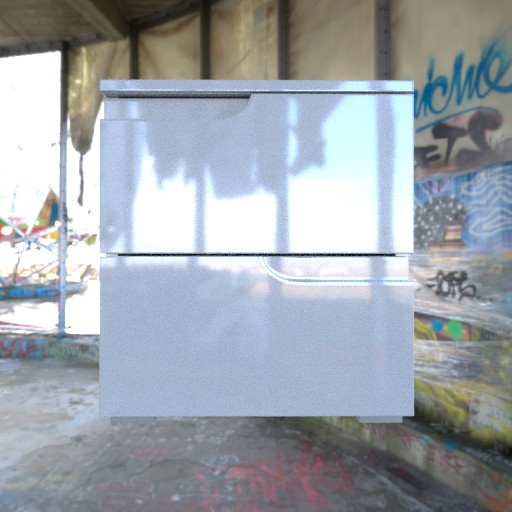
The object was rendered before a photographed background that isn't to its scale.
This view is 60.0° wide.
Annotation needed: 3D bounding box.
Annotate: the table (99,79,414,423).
[{"bbox_3d":[0.000,0.000,0.792,0.420,0.470,0.400,0,0,0],"label":"table"}]
